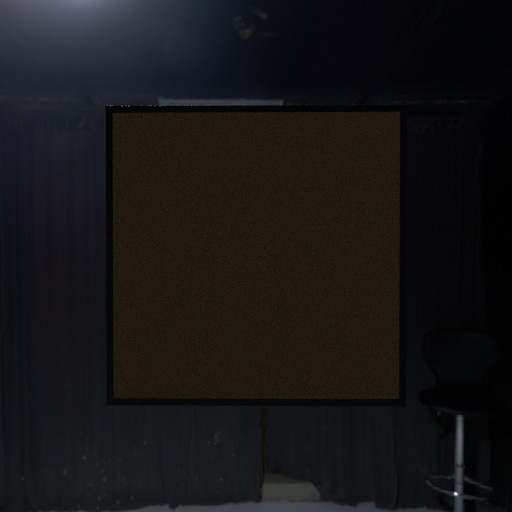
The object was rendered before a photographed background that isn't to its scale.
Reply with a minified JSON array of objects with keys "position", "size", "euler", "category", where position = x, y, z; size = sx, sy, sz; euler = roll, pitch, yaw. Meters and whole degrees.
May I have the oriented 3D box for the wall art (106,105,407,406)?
[{"position":[0.000,0.000,0.770],"size":[0.509,0.509,0.040],"euler":[0,1,1],"category":"wall art"}]
